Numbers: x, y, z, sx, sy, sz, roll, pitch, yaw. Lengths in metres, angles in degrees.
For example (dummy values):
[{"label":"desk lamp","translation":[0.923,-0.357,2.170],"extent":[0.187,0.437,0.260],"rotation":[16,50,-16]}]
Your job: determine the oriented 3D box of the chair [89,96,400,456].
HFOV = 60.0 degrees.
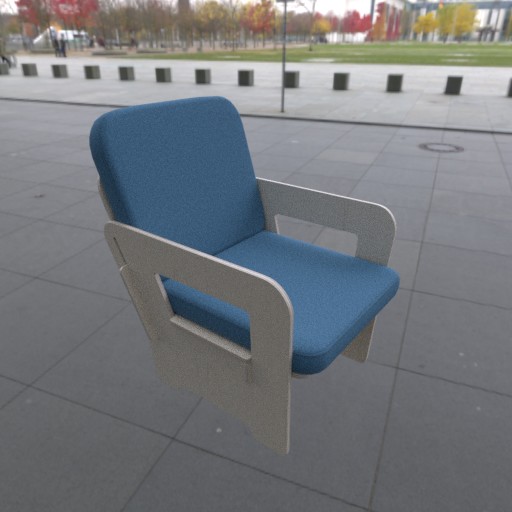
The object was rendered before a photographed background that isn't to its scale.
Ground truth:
[{"label":"chair","translation":[0.000,0.000,1.183],"extent":[0.657,0.747,0.547],"rotation":[19,32,33]}]
